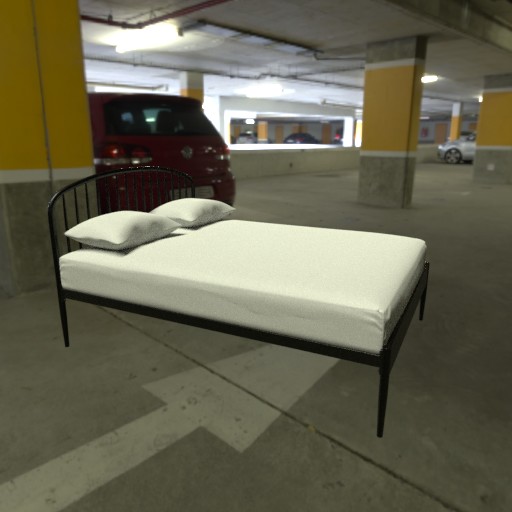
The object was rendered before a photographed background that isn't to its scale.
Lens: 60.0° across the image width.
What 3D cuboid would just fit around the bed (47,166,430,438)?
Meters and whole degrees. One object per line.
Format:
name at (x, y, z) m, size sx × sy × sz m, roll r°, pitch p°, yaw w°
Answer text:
bed at (0.000, 0.000, 3.120) m, size 2.159 × 1.166 × 1.618 m, roll 7°, pitch 17°, yaw 26°
